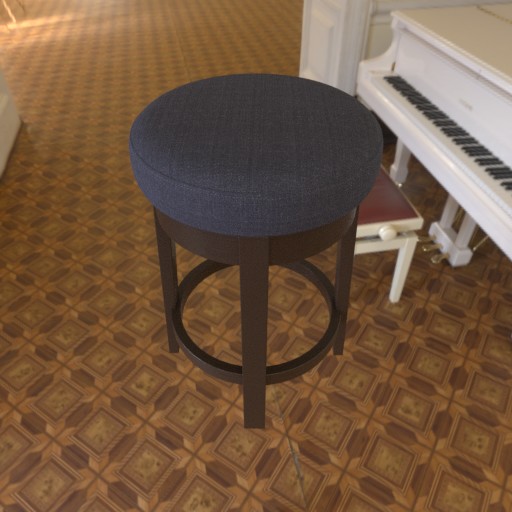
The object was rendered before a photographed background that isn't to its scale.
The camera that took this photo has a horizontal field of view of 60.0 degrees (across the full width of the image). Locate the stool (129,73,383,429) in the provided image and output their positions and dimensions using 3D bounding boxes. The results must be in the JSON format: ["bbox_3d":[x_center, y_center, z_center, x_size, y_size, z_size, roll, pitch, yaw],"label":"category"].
[{"bbox_3d":[0.000,0.000,0.949,0.449,0.655,0.449,0,42,0],"label":"stool"}]
